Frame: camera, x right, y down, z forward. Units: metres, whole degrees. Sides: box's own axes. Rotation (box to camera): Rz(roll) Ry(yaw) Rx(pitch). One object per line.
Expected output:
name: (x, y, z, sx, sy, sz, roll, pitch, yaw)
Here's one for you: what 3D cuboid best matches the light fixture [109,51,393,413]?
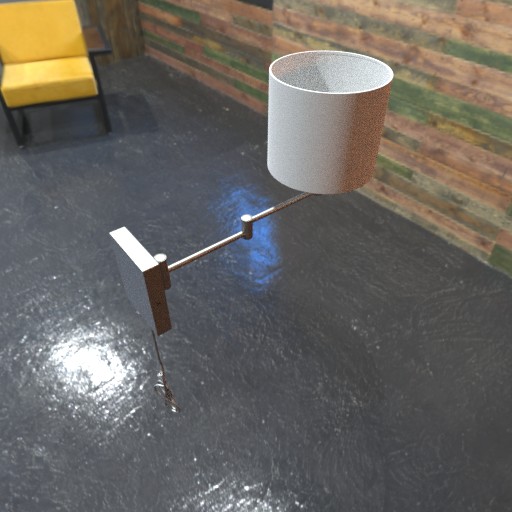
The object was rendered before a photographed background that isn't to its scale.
light fixture: (0.000, 0.000, 0.877, 0.516, 0.651, 0.203, -27, 48, -28)
